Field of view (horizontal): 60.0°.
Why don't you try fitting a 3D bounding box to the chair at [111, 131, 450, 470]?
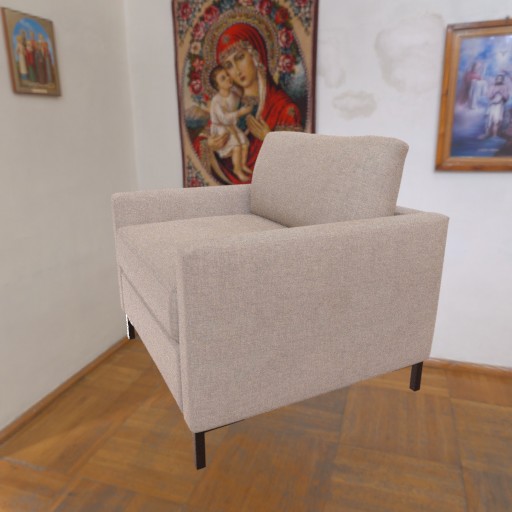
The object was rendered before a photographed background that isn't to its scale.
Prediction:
[{"bbox_3d":[0.000,0.000,1.609,0.866,0.861,0.963,-8,18,-26],"label":"chair"}]
